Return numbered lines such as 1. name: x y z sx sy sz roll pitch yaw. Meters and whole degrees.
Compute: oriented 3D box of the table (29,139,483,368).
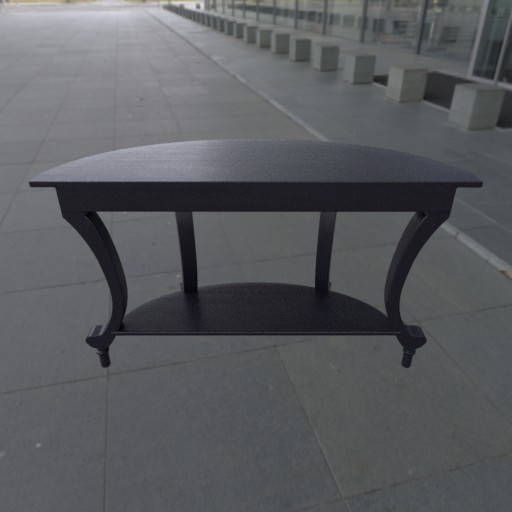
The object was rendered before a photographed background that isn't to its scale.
1. table: 0.000 0.000 1.513 1.198 0.692 0.394 0 31 0
